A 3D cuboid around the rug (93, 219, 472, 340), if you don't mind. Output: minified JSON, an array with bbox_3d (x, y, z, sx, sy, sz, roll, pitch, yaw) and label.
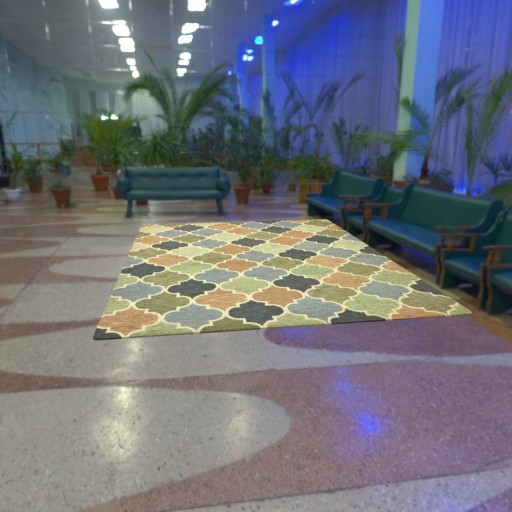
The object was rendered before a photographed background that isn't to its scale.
[{"bbox_3d":[0.000,0.000,4.284,2.439,0.013,3.200,-2,16,-9],"label":"rug"}]
